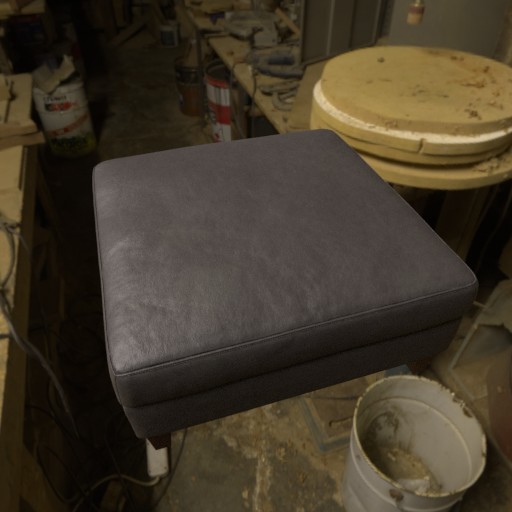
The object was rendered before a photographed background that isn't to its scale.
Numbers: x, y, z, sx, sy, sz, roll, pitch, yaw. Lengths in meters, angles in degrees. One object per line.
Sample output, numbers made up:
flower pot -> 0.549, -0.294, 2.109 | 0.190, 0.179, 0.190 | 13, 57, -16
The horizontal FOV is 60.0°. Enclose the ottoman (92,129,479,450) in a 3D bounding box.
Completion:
ottoman -> 0.000, 0.000, 1.284 | 0.836, 0.415, 0.844 | -12, 43, -13
